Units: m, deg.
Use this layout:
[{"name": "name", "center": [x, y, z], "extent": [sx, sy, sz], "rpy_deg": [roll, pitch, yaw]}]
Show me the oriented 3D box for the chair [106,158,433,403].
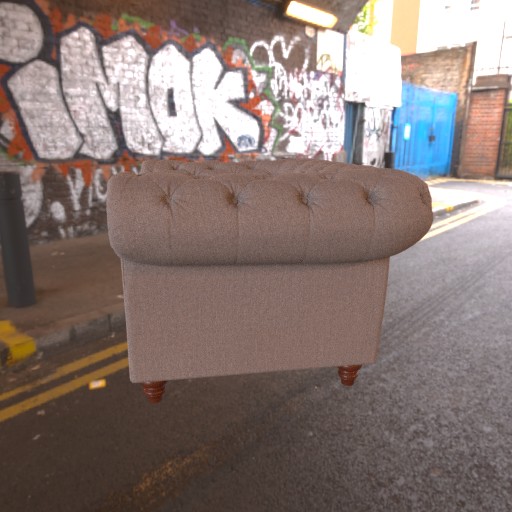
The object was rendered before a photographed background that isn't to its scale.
[{"name": "chair", "center": [0.000, 0.000, 1.857], "extent": [0.976, 0.770, 1.270], "rpy_deg": [-2, 15, -9]}]
